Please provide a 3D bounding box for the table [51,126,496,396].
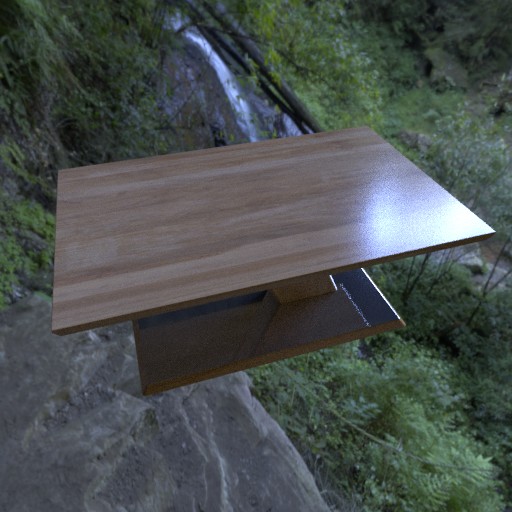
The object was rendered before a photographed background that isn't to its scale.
[{"bbox_3d":[0.000,0.000,1.426,1.100,0.441,0.692,-12,42,-13],"label":"table"}]
